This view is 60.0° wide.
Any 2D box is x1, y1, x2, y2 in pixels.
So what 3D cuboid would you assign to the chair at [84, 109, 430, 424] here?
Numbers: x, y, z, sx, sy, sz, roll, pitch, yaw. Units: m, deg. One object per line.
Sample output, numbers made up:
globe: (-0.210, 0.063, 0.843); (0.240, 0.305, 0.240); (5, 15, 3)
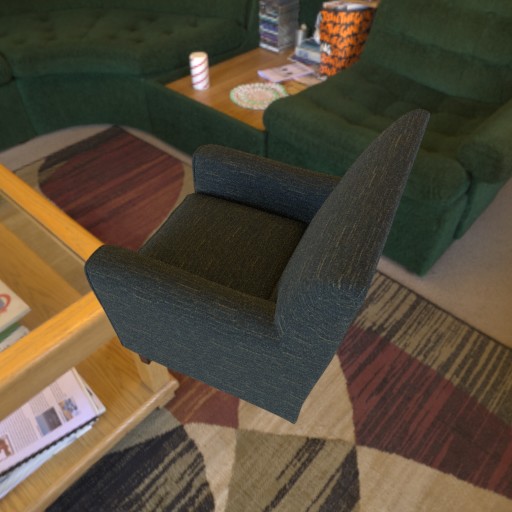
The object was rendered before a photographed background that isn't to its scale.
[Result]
chair: (0.000, 0.000, 1.623); (0.873, 0.928, 0.864); (18, 48, 17)
